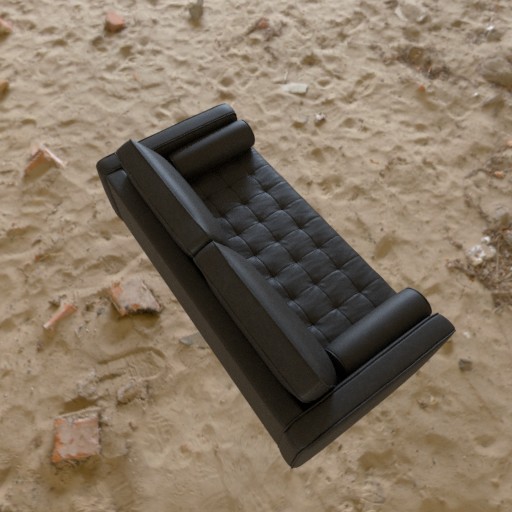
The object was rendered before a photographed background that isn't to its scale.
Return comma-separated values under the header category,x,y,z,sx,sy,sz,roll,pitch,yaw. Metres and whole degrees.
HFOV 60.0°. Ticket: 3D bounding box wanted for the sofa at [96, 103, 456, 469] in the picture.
category,x,y,z,sx,sy,sz,roll,pitch,yaw
sofa,0.000,0.000,2.370,0.921,0.770,1.879,-31,63,-18
